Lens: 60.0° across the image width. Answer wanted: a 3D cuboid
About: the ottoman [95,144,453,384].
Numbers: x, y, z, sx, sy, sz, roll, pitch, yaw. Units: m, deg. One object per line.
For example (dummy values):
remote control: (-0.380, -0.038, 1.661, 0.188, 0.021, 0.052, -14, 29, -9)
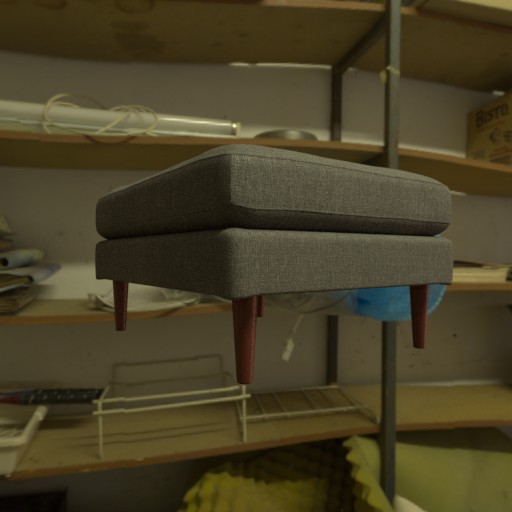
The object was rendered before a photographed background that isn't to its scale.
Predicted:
ottoman: (0.000, 0.000, 1.276, 0.693, 0.474, 0.821, 0, 0, -35)
